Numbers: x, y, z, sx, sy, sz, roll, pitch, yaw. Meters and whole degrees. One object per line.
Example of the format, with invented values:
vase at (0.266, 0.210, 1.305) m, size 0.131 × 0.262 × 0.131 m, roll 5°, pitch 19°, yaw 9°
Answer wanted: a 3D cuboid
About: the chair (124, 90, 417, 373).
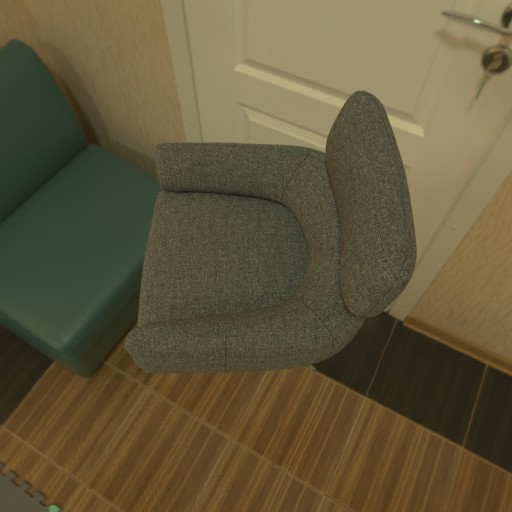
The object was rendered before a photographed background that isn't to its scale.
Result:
chair at (0.000, 0.000, 1.359) m, size 0.715 × 0.812 × 0.706 m, roll 0°, pitch 59°, yaw 0°
